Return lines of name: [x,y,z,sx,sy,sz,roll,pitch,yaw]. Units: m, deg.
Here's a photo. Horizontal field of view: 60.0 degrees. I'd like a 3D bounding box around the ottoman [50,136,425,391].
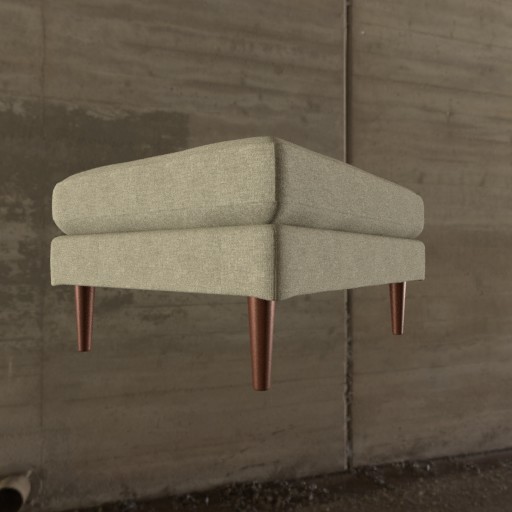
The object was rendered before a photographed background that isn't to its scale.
ottoman: [0.000,0.000,1.225,0.693,0.474,0.821,0,0,37]
